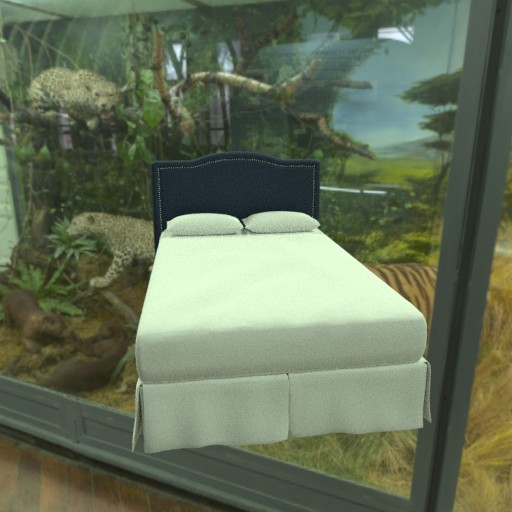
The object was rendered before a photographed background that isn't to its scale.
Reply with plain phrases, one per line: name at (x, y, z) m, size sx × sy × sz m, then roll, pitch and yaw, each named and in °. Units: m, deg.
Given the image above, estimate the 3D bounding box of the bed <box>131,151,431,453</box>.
bed at (0.000, 0.000, 3.432) m, size 1.741 × 1.441 × 2.507 m, roll -2°, pitch 17°, yaw -8°
